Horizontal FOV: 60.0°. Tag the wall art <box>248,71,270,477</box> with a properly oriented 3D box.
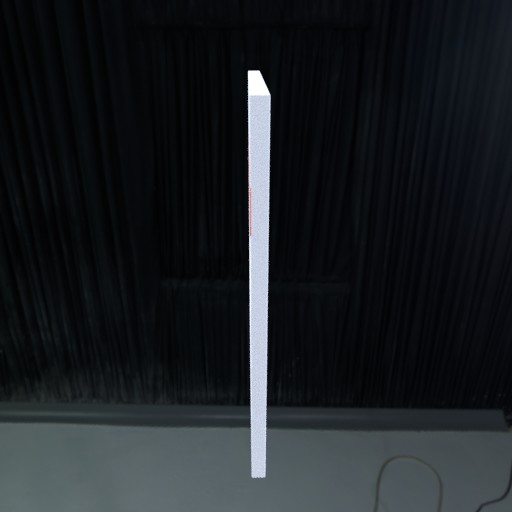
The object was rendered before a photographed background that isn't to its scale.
[{"bbox_3d":[0.000,0.000,1.642,0.046,1.221,0.914,0,26,-1],"label":"wall art"}]
